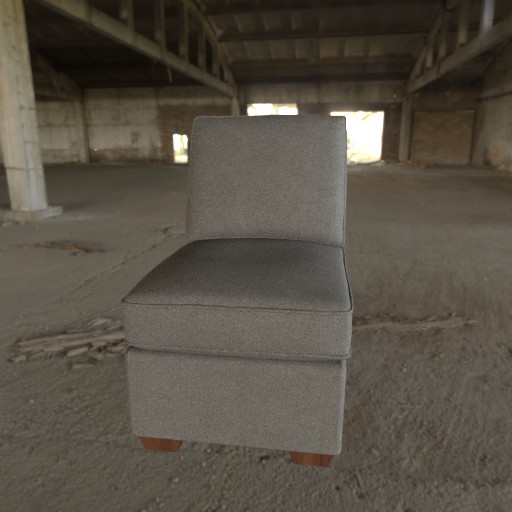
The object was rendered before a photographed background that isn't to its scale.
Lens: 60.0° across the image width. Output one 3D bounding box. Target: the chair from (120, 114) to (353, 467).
[{"bbox_3d":[0.000,0.000,1.533,0.621,0.970,0.938,2,15,8],"label":"chair"}]
